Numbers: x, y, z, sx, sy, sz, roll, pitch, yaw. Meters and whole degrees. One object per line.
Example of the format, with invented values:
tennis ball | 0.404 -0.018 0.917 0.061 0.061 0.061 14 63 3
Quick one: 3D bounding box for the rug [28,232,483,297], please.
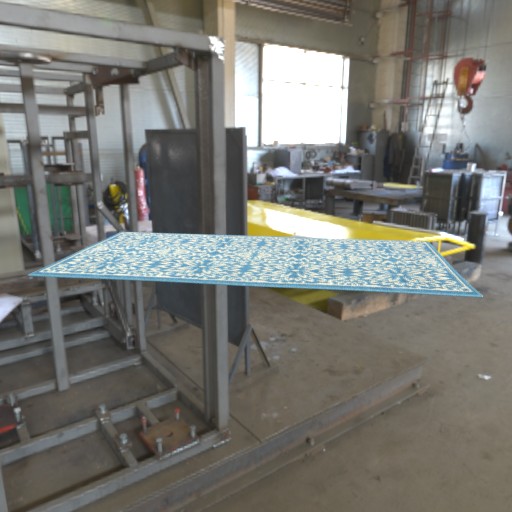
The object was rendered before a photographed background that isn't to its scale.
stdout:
rug | 0.000 0.000 1.459 1.219 0.007 0.604 2 15 8
